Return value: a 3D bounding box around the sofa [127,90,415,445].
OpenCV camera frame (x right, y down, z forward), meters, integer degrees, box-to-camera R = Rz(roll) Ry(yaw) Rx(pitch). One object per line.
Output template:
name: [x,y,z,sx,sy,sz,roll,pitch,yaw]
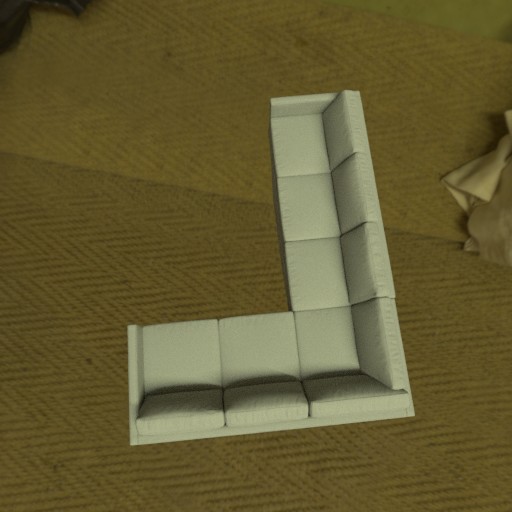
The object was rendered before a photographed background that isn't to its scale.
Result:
sofa: [0.000,0.000,4.347,2.432,0.871,3.182,-5,75,-1]
